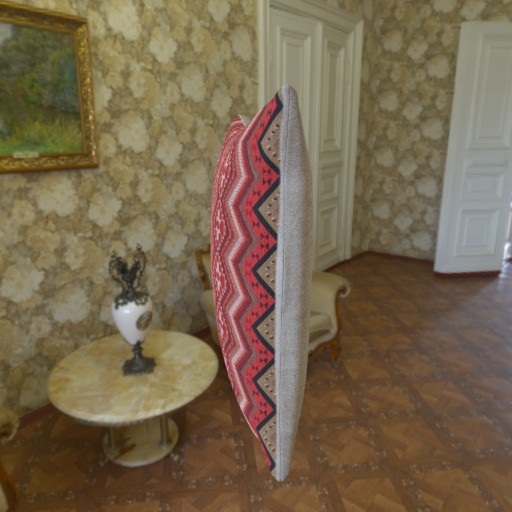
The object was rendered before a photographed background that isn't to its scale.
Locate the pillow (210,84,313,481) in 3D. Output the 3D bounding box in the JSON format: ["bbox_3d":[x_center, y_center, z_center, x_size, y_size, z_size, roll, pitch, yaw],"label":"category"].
[{"bbox_3d":[0.000,0.000,0.781,0.158,0.511,0.513,-2,15,-8],"label":"pillow"}]
